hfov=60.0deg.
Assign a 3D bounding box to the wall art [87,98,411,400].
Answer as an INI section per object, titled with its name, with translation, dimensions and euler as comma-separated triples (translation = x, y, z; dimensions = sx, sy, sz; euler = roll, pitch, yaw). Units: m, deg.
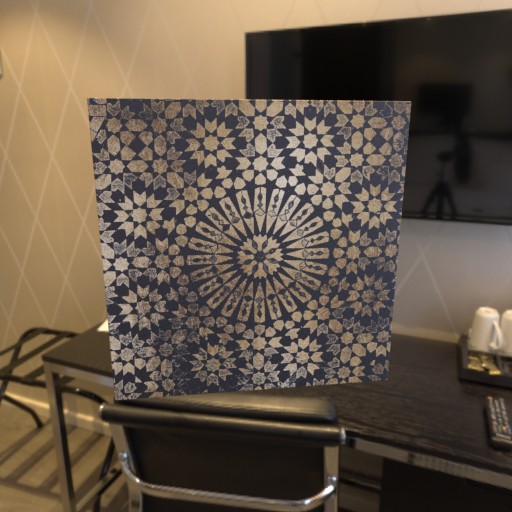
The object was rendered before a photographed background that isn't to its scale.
[wall art]
translation = 0.000, 0.000, 1.373
dimensions = 0.914, 0.914, 0.038
euler = -2, 15, -7
